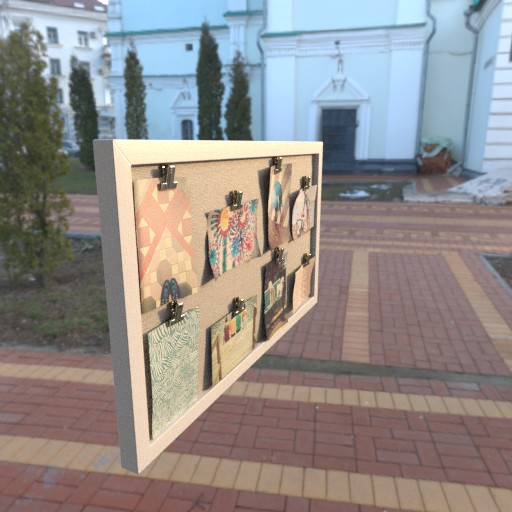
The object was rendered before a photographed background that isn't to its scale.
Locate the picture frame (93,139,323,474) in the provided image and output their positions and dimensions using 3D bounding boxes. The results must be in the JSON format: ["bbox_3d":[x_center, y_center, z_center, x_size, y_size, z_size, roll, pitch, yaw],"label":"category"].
[{"bbox_3d":[0.000,0.000,0.754,0.044,0.379,0.647,7,16,25],"label":"picture frame"}]
